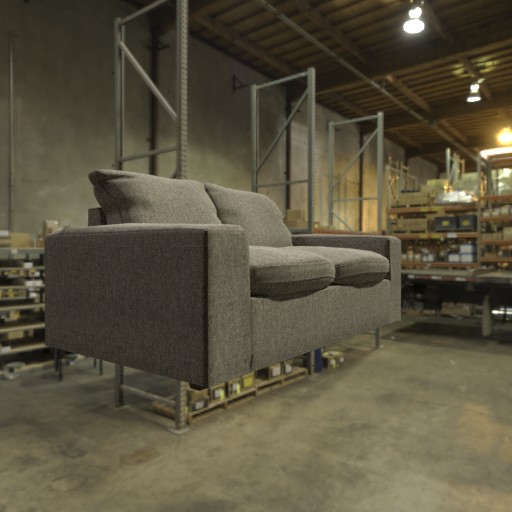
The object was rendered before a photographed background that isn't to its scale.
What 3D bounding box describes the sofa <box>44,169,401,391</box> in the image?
[{"bbox_3d":[0.000,0.000,2.387,1.094,0.877,1.758,1,1,38],"label":"sofa"}]
